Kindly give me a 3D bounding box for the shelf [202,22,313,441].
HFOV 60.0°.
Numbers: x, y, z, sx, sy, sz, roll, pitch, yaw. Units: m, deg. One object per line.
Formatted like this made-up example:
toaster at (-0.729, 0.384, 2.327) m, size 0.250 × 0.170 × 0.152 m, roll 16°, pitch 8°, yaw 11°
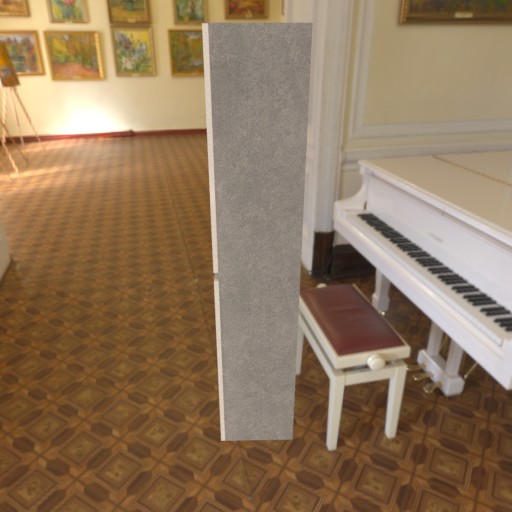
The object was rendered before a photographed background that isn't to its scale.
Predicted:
shelf at (0.000, 0.000, 1.516) m, size 0.270 × 1.400 × 0.300 m, roll -1°, pitch 25°, yaw -1°
